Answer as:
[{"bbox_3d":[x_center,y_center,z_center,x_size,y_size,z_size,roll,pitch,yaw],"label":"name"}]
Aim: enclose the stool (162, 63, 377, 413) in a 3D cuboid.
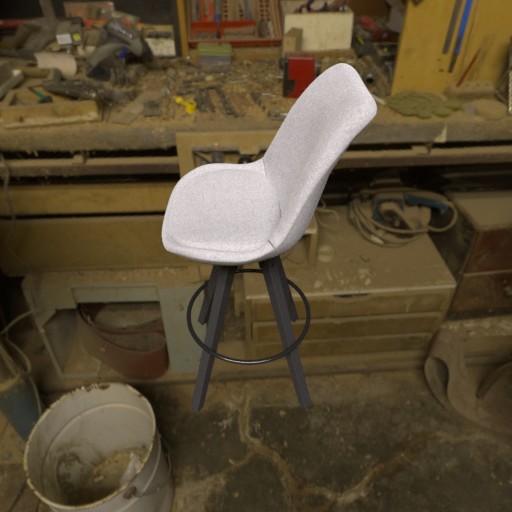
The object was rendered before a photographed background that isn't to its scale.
[{"bbox_3d":[0.000,0.000,1.430,0.550,1.115,0.485,-1,41,-2],"label":"stool"}]
